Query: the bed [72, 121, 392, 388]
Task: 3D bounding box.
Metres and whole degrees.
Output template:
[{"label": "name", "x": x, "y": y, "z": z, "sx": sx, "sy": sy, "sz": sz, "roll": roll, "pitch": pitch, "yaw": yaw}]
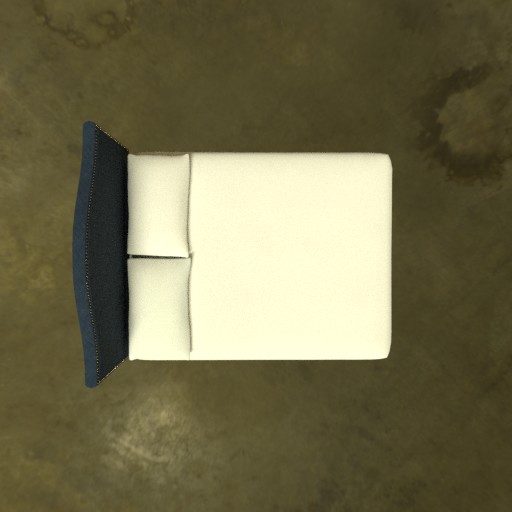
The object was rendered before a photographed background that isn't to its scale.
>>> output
[{"label": "bed", "x": 0.000, "y": 0.000, "z": 3.293, "sx": 2.153, "sy": 1.518, "sz": 1.713, "roll": 0, "pitch": 91, "yaw": -1}]
